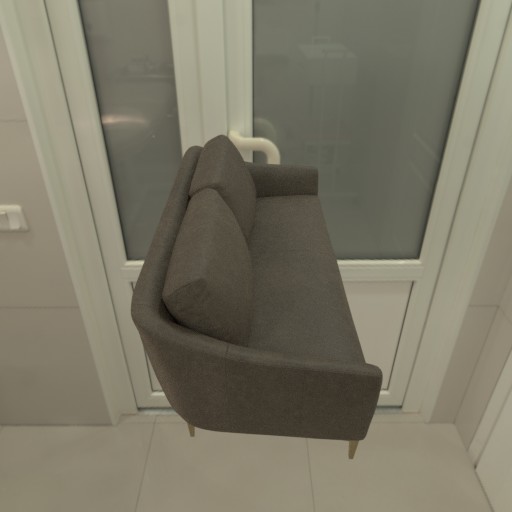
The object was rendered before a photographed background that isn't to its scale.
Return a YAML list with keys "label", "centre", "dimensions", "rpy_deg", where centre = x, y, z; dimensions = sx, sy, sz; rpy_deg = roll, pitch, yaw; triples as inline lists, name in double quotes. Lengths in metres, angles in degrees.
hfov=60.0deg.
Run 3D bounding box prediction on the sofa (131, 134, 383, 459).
- label: "sofa"
  centre: [0.000, 0.000, 2.534]
  dimensions: [0.960, 0.902, 2.036]
  rpy_deg: [0, 33, 0]
